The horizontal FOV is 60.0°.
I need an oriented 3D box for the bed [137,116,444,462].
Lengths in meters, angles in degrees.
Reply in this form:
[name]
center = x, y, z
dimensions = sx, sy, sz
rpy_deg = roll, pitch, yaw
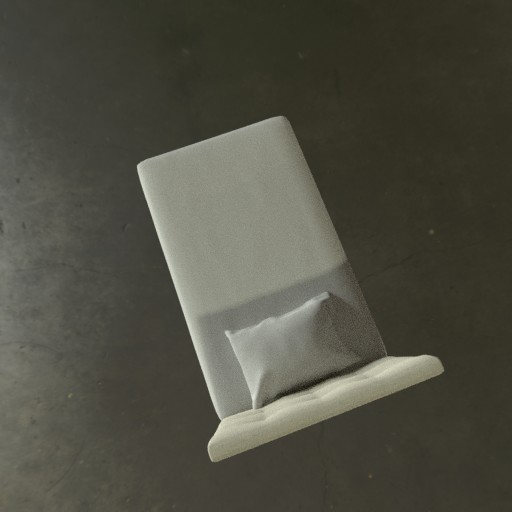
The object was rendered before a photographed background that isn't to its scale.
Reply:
[bed]
center = 0.000, 0.000, 2.950
dimensions = 1.261, 1.571, 1.997
rpy_deg = -20, 77, -5
